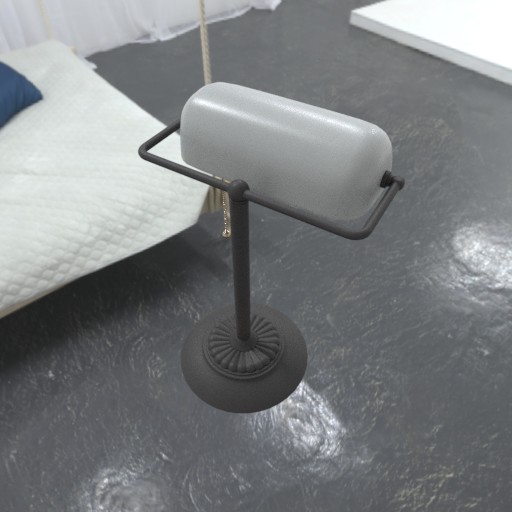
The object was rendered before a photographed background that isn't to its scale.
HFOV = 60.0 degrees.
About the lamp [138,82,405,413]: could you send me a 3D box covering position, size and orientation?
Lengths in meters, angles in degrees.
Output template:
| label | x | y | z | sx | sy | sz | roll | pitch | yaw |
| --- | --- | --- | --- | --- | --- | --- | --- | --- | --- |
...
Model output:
| label | x | y | z | sx | sy | sz | roll | pitch | yaw |
| --- | --- | --- | --- | --- | --- | --- | --- | --- | --- |
| lamp | 0.000 | 0.000 | 0.526 | 0.264 | 0.339 | 0.243 | 24 | 51 | 21 |
